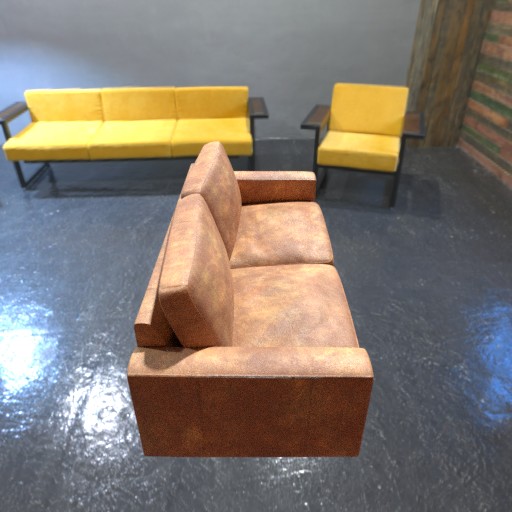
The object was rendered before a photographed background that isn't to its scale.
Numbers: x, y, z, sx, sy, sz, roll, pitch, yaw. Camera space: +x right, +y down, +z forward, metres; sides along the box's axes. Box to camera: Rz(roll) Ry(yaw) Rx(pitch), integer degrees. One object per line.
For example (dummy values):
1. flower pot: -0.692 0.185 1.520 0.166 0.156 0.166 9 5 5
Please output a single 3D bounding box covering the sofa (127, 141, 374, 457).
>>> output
1. sofa: 0.000 0.000 2.714 1.016 0.873 2.179 0 32 0
